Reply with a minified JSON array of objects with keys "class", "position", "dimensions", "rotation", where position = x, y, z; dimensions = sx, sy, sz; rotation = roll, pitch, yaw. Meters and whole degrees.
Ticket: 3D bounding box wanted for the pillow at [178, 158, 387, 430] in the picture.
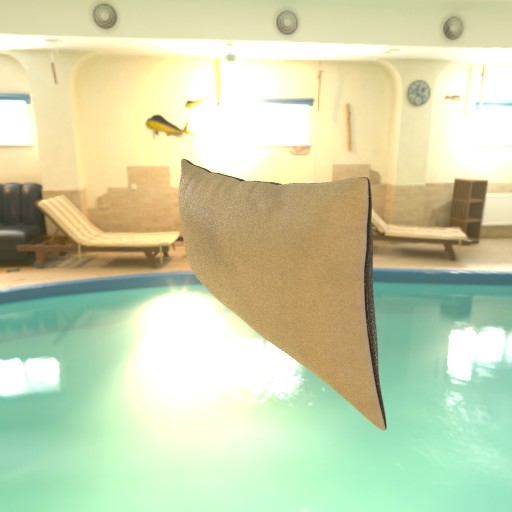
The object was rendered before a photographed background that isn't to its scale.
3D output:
[{"class":"pillow","position":[0.000,0.000,0.750],"dimensions":[0.156,0.305,0.608],"rotation":[-7,16,-26]}]
